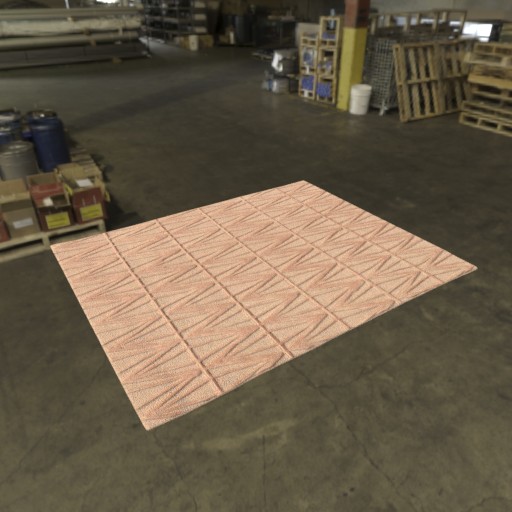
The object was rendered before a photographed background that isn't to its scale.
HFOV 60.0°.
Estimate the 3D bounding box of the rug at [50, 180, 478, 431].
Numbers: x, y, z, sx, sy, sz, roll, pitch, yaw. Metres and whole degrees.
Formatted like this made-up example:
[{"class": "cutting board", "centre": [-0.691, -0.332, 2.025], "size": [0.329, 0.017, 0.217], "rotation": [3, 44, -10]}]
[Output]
[{"class": "rug", "centre": [0.000, 0.000, 4.027], "size": [3.052, 0.043, 2.453], "rotation": [-19, 36, -28]}]
